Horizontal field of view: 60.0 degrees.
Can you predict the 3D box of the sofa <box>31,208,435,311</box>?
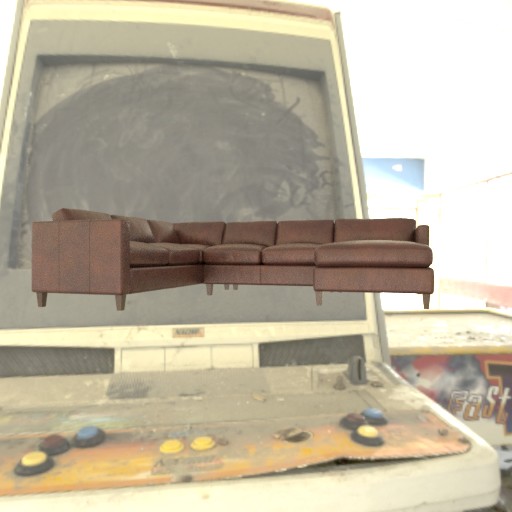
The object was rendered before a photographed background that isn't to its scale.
[{"bbox_3d":[0.000,0.000,4.494,3.324,0.891,2.452,0,0,18],"label":"sofa"}]
